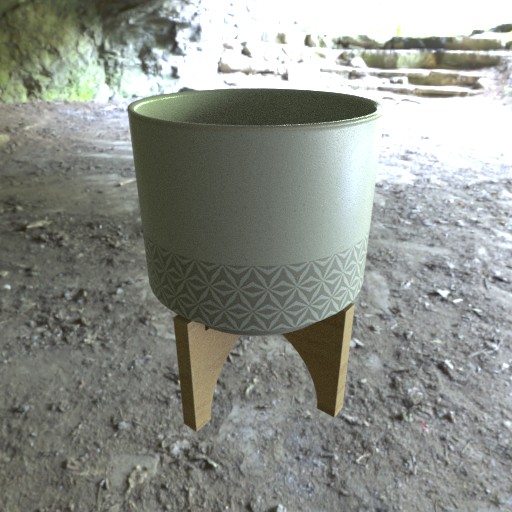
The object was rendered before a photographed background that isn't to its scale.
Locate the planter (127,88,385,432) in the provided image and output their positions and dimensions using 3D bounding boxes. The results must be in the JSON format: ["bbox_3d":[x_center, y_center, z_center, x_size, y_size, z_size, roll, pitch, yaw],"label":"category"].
[{"bbox_3d":[0.000,0.000,0.393,0.188,0.260,0.188,0,27,0],"label":"planter"}]
